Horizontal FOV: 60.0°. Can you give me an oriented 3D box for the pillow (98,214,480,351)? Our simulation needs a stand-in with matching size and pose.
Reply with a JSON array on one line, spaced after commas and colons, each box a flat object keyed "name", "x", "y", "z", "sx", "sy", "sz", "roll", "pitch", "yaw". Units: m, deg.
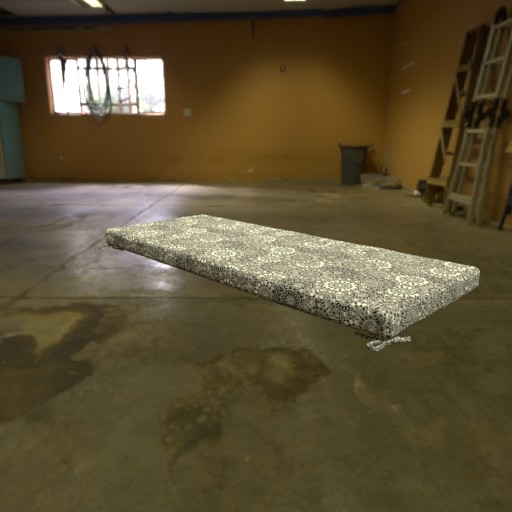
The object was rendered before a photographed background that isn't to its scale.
[{"name": "pillow", "x": 0.000, "y": 0.000, "z": 1.362, "sx": 0.492, "sy": 0.081, "sz": 1.187, "roll": -14, "pitch": 21, "yaw": -43}]
